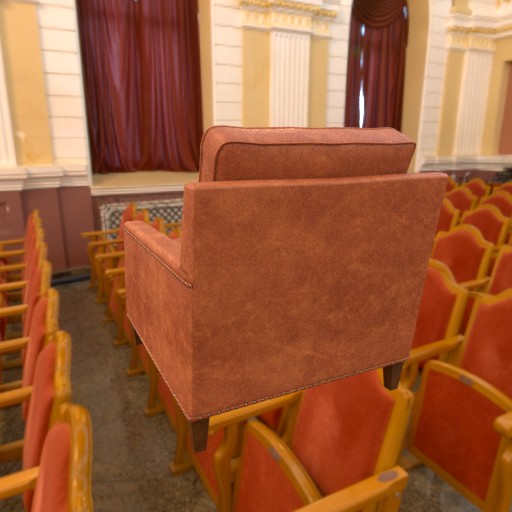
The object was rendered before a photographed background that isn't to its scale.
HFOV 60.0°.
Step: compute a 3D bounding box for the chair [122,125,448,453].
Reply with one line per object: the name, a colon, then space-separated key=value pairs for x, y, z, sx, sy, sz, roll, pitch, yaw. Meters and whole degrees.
chair: x=0.000 y=0.000 z=1.713 sx=0.853 sy=0.943 sz=1.014 roll=-7 pitch=16 yaw=-26
